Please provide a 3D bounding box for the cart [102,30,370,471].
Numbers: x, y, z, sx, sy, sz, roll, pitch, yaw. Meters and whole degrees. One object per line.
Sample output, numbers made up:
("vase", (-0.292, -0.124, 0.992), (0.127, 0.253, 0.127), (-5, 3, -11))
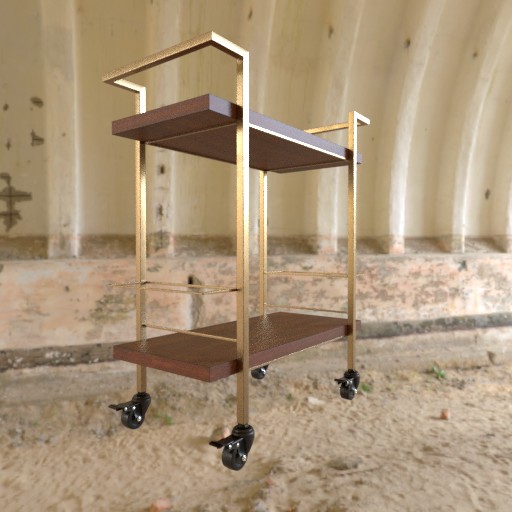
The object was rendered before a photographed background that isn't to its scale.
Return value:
("cart", (0.000, 0.000, 1.156), (0.364, 0.807, 0.695), (1, 1, 37))
